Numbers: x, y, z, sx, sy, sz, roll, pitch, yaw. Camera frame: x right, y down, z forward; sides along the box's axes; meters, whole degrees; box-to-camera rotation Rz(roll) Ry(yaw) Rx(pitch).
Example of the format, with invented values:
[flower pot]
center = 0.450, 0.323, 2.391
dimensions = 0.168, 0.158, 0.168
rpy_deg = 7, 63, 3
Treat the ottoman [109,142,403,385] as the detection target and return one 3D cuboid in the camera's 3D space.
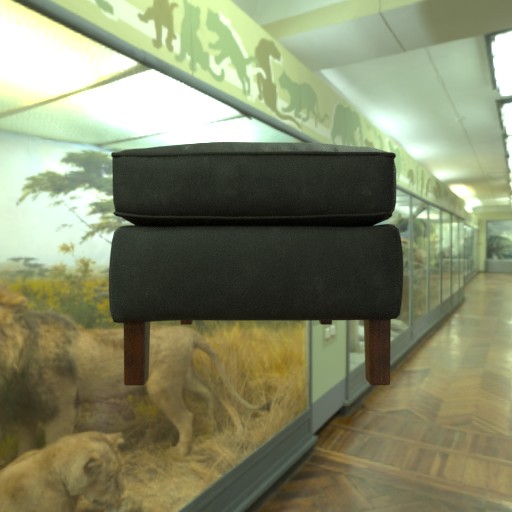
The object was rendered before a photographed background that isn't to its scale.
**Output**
[ottoman]
center = 0.000, 0.000, 1.014
dimensions = 0.501, 0.413, 0.665
rpy_deg = 0, 2, 0
